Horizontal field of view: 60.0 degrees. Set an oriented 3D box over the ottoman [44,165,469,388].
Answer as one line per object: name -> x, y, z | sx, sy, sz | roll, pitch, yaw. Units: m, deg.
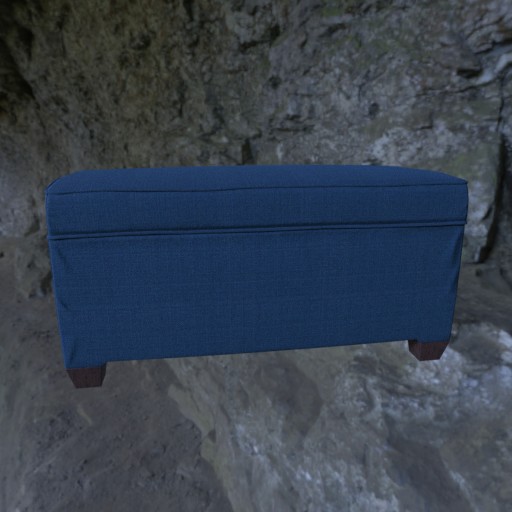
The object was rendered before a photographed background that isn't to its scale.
ottoman -> 0.000, 0.000, 1.200 | 0.943, 0.474, 0.474 | -2, 16, -8
